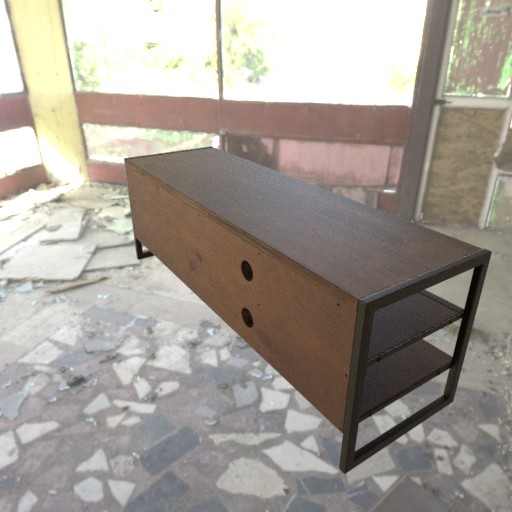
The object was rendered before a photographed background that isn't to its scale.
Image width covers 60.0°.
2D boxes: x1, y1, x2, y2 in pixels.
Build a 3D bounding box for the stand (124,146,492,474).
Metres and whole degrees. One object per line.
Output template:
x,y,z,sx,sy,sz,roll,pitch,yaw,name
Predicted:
0.000,0.000,1.673,0.454,0.506,1.480,-16,30,-30,stand
